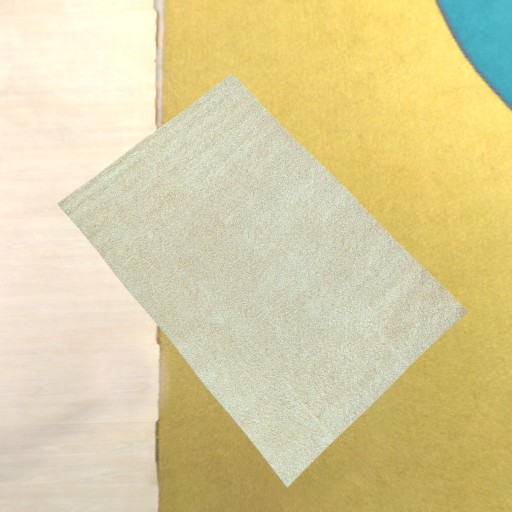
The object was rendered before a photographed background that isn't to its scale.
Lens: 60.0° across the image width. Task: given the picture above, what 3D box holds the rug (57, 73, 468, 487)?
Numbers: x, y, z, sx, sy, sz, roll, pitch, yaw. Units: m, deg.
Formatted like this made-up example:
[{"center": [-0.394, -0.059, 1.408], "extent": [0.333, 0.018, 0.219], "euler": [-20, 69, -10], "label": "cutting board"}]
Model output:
[{"center": [0.000, 0.000, 3.386], "extent": [1.800, 0.025, 2.699], "euler": [-40, 79, -10], "label": "rug"}]
